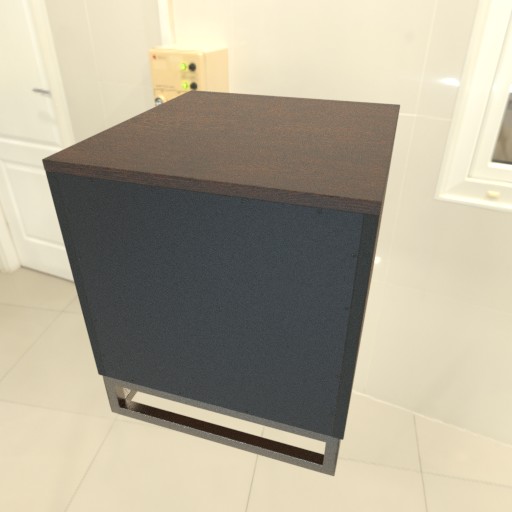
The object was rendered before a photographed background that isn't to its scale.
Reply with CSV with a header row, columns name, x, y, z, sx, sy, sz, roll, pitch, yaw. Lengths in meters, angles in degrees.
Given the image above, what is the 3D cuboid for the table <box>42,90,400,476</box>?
name,x,y,z,sx,sy,sz,roll,pitch,yaw
table,0.000,0.000,0.991,0.506,0.582,0.566,10,33,15
